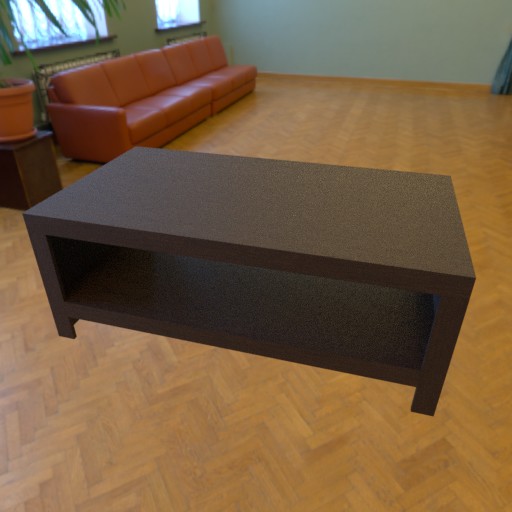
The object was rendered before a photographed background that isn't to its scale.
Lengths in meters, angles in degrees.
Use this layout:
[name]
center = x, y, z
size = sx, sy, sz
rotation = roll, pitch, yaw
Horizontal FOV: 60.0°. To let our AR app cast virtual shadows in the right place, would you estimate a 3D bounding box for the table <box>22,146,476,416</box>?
[table]
center = 0.000, 0.000, 1.382
size = 1.099, 0.424, 0.597
rotation = 8, 32, 14
